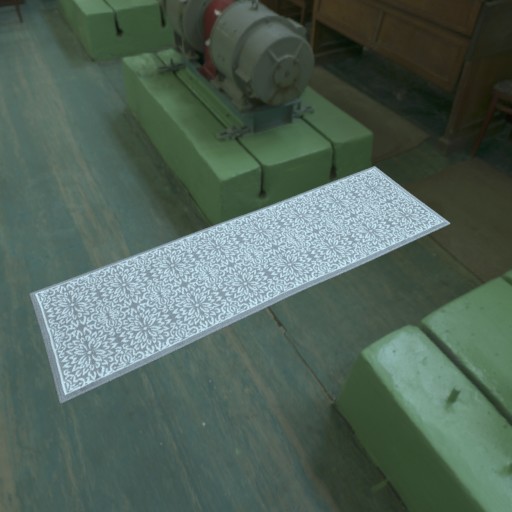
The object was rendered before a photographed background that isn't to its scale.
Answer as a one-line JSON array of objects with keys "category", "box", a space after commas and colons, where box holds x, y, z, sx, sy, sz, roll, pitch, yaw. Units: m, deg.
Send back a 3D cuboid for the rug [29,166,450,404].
[{"category": "rug", "box": [0.000, 0.000, 2.361, 2.196, 0.011, 0.662, -22, 50, -20]}]
